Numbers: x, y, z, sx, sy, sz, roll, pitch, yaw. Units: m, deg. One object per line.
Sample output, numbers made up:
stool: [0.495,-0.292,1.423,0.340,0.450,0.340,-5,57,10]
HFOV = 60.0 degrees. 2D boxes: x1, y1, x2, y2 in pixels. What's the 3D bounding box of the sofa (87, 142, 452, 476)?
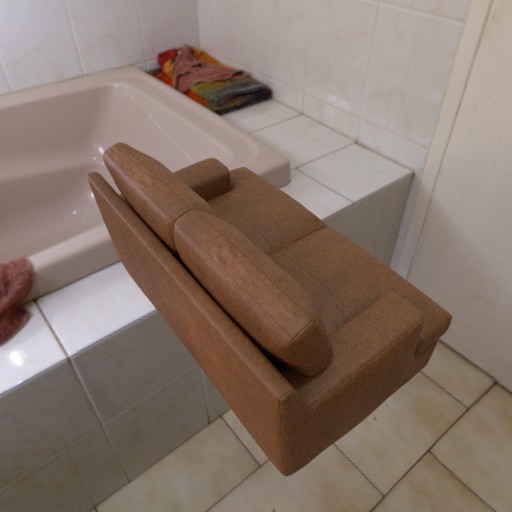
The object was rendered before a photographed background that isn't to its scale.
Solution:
sofa: [0.000,0.000,2.465,1.144,0.966,1.880,-26,48,-26]
